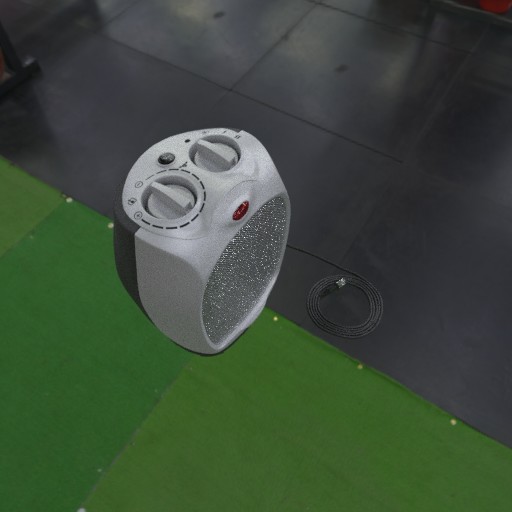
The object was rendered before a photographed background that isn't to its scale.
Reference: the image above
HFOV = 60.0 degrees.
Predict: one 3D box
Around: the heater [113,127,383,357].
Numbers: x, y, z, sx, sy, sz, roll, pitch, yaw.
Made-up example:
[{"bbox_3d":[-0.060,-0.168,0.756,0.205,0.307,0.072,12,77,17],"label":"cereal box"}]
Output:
[{"bbox_3d":[0.000,0.000,0.483,0.291,0.255,0.239,31,63,18],"label":"heater"}]
